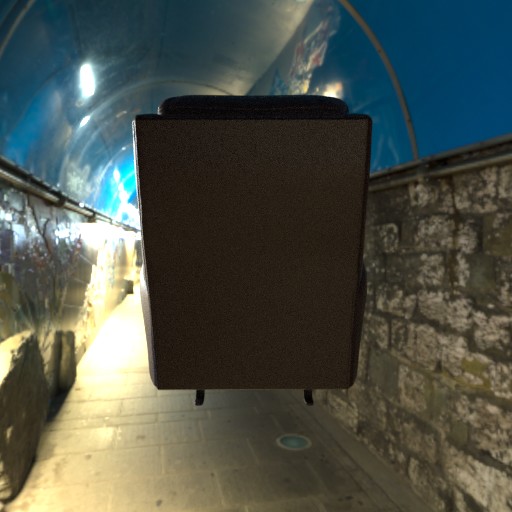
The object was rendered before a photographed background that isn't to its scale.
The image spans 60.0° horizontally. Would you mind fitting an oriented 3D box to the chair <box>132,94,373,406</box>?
[{"bbox_3d":[0.000,0.000,1.798,0.829,1.030,1.080,0,1,0],"label":"chair"}]
